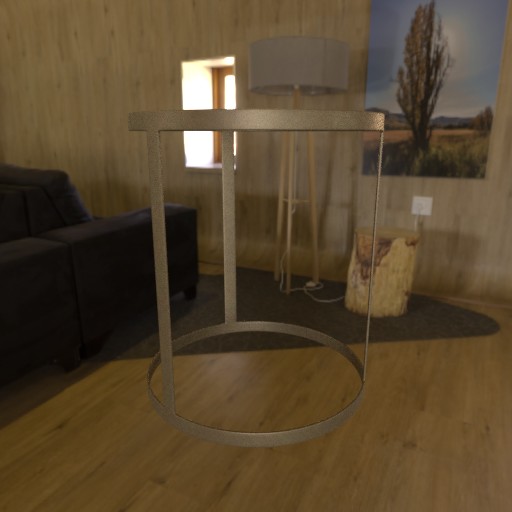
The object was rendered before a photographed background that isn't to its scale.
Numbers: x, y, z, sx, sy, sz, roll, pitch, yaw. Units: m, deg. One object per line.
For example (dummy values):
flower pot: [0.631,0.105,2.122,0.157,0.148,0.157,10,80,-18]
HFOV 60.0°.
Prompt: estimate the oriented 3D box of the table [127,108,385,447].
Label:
table: [0.000,0.000,0.933,0.480,0.565,0.480,0,15,0]
